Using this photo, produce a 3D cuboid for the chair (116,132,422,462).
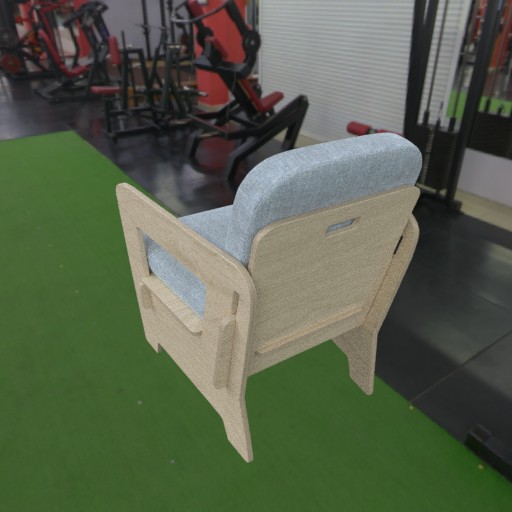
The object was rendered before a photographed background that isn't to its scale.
[{"bbox_3d":[0.000,0.000,1.263,0.590,0.800,0.710,-17,34,-27],"label":"chair"}]
